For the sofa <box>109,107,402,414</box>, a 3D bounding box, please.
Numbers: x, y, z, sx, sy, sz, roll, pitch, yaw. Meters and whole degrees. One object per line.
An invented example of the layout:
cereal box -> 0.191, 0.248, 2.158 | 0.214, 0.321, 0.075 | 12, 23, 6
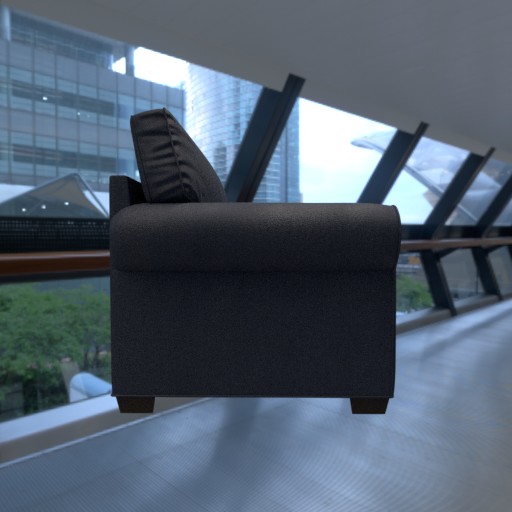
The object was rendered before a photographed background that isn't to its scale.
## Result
sofa -> 0.000, 0.000, 2.041 | 0.938, 1.004, 1.405 | 0, 2, 1
